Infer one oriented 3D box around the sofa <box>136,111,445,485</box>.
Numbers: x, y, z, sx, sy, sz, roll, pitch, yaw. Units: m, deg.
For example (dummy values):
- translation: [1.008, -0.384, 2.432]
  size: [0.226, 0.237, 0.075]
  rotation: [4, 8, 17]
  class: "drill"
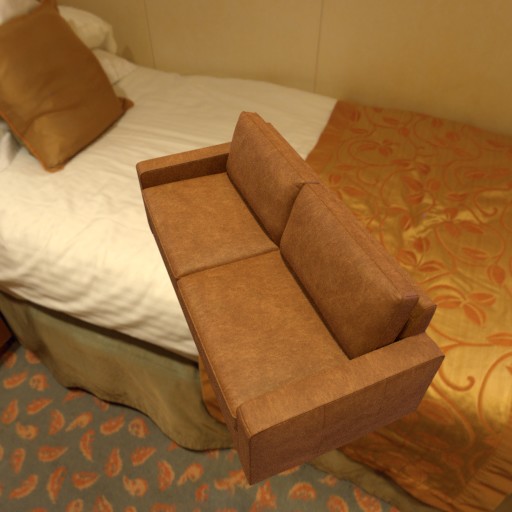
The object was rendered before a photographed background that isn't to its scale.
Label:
- translation: [0.000, 0.000, 2.643]
  size: [0.991, 0.928, 2.156]
  rotation: [-17, 47, -16]
  class: "sofa"
